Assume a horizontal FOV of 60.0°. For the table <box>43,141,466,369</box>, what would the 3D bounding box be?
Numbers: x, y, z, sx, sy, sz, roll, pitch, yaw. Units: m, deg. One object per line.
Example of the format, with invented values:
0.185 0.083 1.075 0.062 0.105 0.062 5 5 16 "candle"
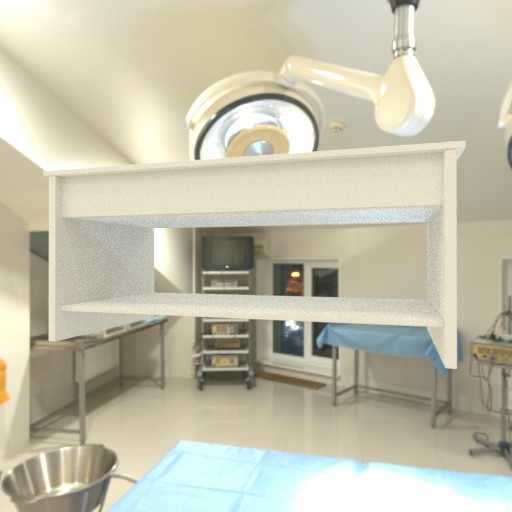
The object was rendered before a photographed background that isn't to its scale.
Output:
0.000 0.000 1.238 1.000 0.441 0.500 0 0 17 "table"
